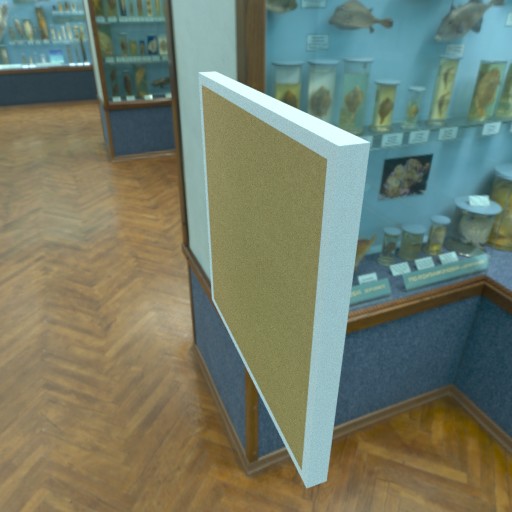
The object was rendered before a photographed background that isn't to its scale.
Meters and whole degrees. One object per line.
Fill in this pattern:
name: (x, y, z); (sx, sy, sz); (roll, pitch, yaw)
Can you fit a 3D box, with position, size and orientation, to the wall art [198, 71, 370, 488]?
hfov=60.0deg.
wall art: (0.000, 0.000, 0.444); (0.020, 0.307, 0.307); (-11, 32, -18)
